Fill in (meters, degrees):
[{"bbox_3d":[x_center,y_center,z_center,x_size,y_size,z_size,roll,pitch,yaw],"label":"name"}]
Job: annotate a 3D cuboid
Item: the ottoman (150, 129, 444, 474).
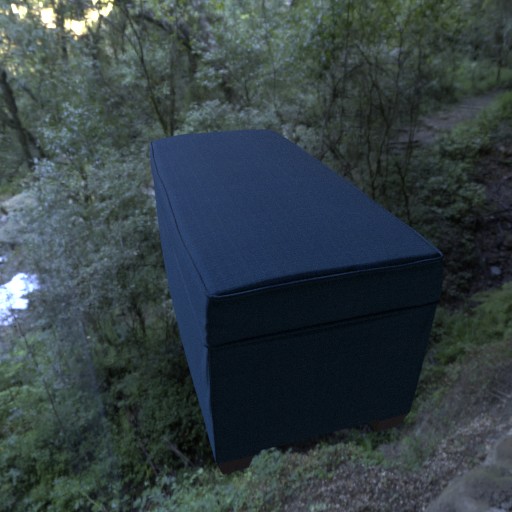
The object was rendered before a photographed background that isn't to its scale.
[{"bbox_3d":[0.000,0.000,1.205,0.474,0.474,0.943,-9,31,-15],"label":"ottoman"}]
